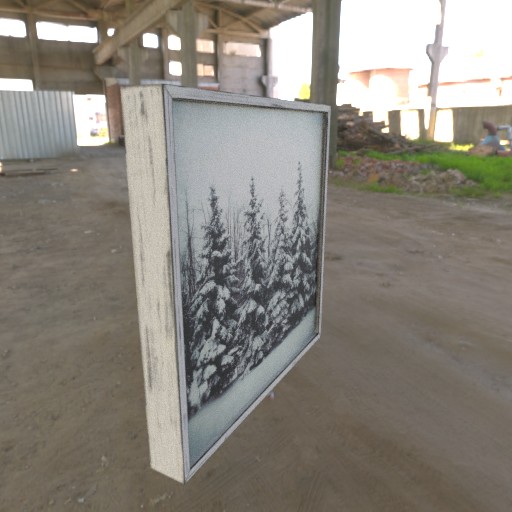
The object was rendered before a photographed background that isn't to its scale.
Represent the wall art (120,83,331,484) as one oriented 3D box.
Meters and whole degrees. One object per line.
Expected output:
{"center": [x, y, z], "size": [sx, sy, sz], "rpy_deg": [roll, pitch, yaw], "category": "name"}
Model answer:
{"center": [0.000, 0.000, 0.452], "size": [0.036, 0.303, 0.303], "rpy_deg": [9, 18, 28], "category": "wall art"}
